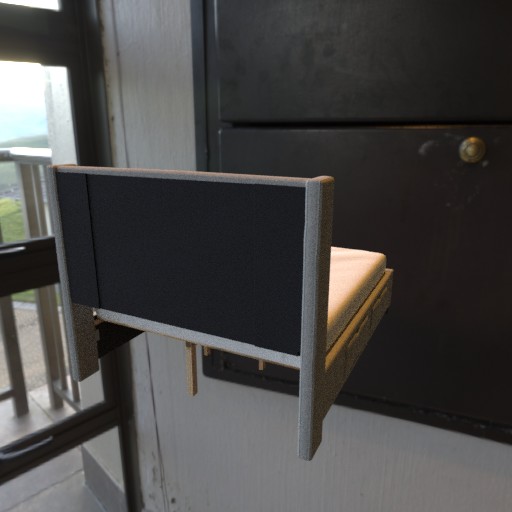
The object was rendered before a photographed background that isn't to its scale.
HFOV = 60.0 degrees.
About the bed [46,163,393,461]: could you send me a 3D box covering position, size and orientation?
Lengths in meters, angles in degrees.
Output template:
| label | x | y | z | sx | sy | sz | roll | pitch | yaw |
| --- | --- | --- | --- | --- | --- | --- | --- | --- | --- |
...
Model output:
| label | x | y | z | sx | sy | sz | roll | pitch | yaw |
| --- | --- | --- | --- | --- | --- | --- | --- | --- | --- |
| bed | 0.000 | 0.000 | 3.472 | 1.774 | 1.491 | 2.222 | 8 | 18 | 26 |
